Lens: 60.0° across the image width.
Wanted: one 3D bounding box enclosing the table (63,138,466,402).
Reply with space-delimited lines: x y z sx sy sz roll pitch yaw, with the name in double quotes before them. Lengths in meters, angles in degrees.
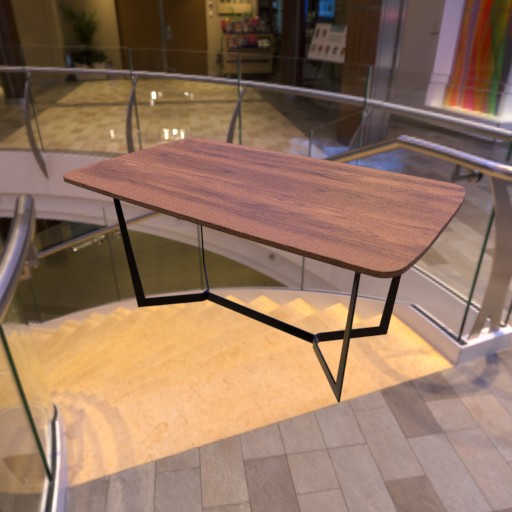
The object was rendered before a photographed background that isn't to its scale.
"table" 0.000 0.000 2.165 1.643 0.765 0.949 18 33 30
